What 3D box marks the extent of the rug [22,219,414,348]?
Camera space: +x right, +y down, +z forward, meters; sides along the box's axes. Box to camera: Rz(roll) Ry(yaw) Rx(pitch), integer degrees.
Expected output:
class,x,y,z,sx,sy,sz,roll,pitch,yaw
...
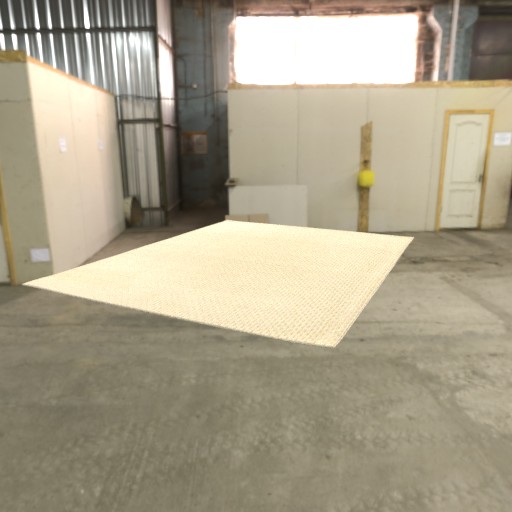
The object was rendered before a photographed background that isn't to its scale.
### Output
class,x,y,z,sx,sy,sz,roll,pitch,yaw
rug,0.000,0.000,3.896,2.277,0.035,2.897,7,16,25
